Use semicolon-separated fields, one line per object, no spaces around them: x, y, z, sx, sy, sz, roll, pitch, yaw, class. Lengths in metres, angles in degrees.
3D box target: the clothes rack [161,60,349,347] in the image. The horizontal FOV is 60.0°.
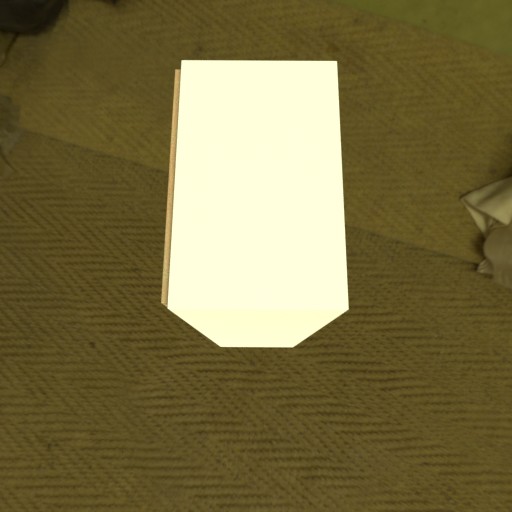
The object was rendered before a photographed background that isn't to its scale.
0.000;0.000;1.399;0.331;1.187;0.500;0;75;0;clothes rack
